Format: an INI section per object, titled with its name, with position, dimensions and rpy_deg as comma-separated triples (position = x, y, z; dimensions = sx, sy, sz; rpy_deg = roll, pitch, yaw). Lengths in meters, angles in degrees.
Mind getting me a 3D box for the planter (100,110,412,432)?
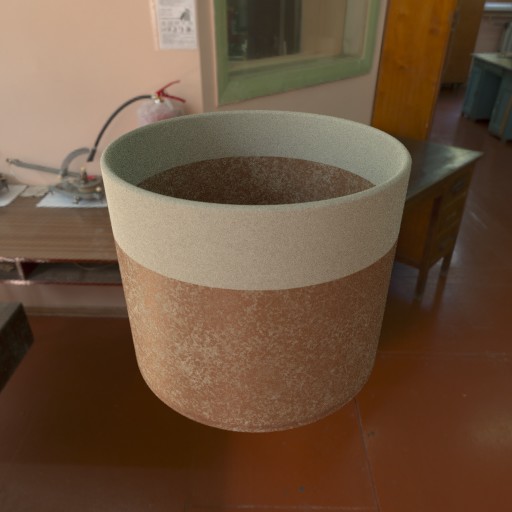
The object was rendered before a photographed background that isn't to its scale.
[planter]
position = 0.000, 0.000, 0.270
dimensions = 0.159, 0.138, 0.159
rpy_deg = 0, 31, 0
